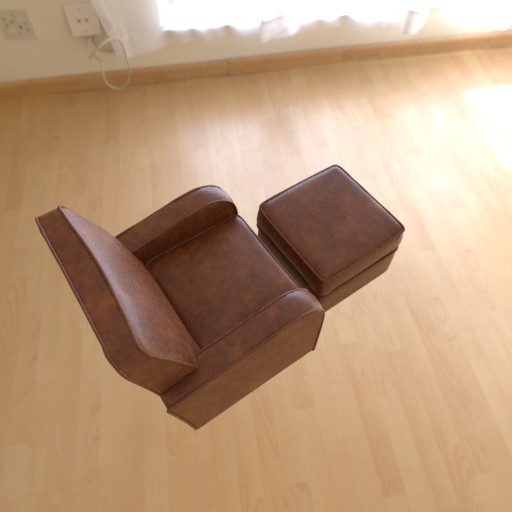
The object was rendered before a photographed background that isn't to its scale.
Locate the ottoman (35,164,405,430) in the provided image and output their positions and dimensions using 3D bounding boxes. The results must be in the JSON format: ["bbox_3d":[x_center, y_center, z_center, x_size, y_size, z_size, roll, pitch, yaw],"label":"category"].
[{"bbox_3d":[0.000,0.000,1.832,1.314,0.904,0.732,-30,63,-18],"label":"ottoman"}]
